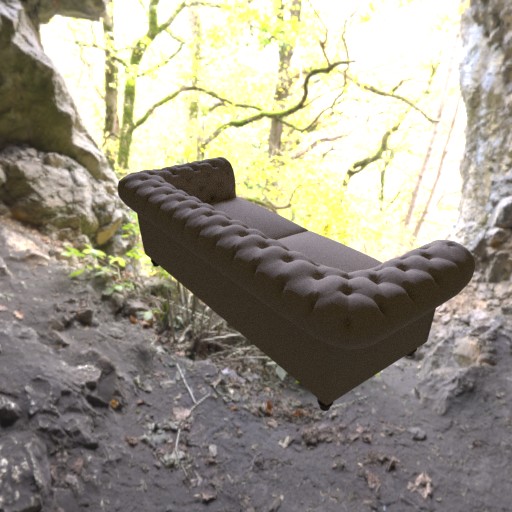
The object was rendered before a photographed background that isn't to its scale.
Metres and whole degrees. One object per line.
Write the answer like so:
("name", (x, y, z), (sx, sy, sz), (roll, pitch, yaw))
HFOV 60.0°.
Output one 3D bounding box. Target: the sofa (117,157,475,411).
("sofa", (0.000, 0.000, 3.192), (1.076, 0.847, 2.694), (-19, 32, -33))
